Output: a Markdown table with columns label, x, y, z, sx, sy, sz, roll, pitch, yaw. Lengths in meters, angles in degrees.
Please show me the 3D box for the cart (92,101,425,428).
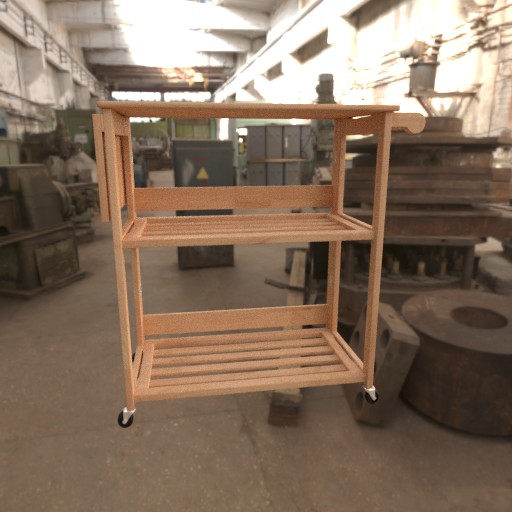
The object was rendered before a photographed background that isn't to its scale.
| label | x | y | z | sx | sy | sz | roll | pitch | yaw |
| --- | --- | --- | --- | --- | --- | --- | --- | --- | --- |
| cart | 0.000 | 0.000 | 1.397 | 0.853 | 0.879 | 0.432 | -2 | 14 | -9 |
